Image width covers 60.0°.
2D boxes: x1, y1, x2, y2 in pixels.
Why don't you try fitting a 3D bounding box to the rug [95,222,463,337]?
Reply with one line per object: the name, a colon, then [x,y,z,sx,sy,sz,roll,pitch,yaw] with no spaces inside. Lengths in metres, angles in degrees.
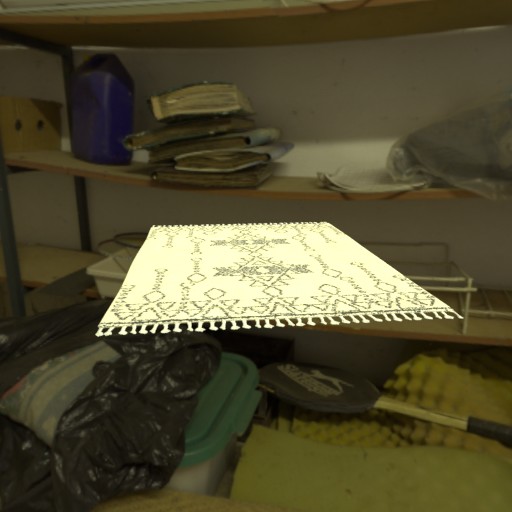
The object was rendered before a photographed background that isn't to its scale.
rug: [0.000,0.000,3.942,2.125,0.028,3.027,-2,15,-7]
